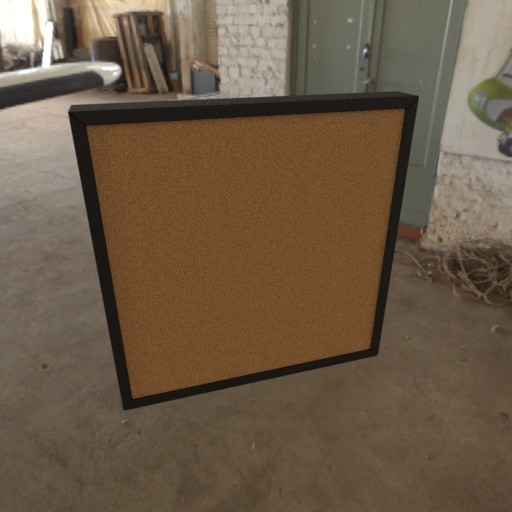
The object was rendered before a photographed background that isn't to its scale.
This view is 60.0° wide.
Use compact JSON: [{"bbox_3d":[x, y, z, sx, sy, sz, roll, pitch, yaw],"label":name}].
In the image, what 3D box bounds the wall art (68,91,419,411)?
[{"bbox_3d":[0.000,0.000,0.455,0.305,0.305,0.037,-8,28,-15],"label":"wall art"}]
